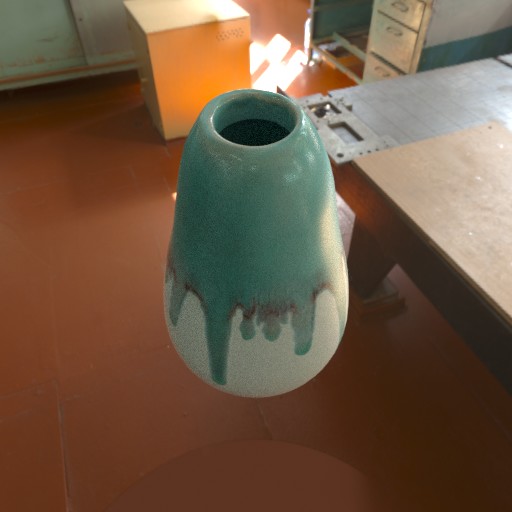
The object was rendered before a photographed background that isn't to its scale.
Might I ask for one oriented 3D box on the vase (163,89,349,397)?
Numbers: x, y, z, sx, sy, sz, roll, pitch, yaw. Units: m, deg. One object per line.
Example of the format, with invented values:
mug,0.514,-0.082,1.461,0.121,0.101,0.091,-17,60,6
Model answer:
vase,0.000,0.000,0.255,0.116,0.179,0.116,0,46,0
